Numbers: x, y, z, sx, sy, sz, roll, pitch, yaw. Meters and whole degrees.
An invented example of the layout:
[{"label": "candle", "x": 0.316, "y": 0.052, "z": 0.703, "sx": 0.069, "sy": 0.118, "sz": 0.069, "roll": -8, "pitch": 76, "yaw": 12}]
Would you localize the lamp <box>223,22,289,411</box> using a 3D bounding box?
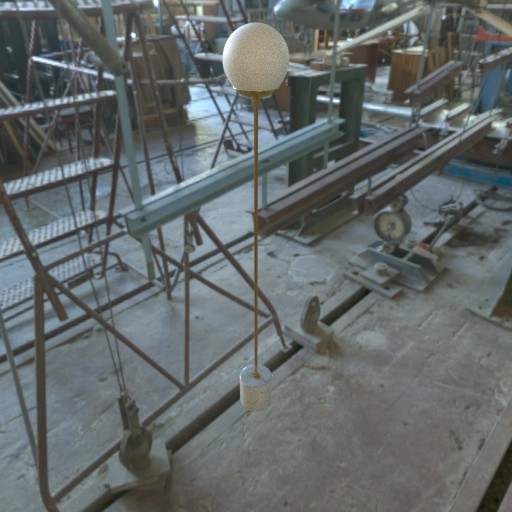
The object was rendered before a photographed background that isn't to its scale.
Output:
[{"label": "lamp", "x": 0.000, "y": 0.000, "z": 1.879, "sx": 0.224, "sy": 1.753, "sz": 0.224, "roll": -1, "pitch": 31, "yaw": -2}]
